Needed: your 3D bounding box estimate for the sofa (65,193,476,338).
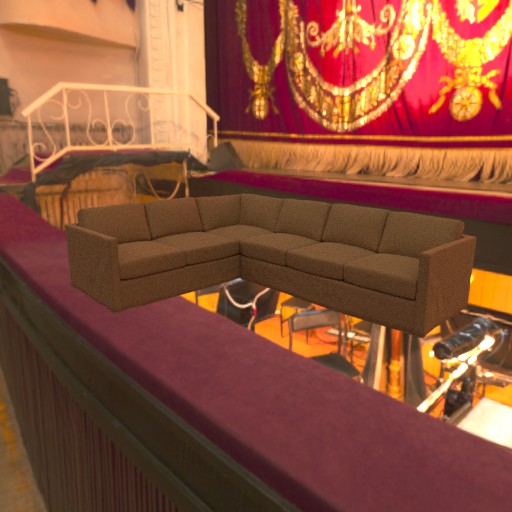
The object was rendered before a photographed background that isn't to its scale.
[{"bbox_3d":[0.000,0.000,4.298,2.432,0.871,3.182,-13,19,-42],"label":"sofa"}]
